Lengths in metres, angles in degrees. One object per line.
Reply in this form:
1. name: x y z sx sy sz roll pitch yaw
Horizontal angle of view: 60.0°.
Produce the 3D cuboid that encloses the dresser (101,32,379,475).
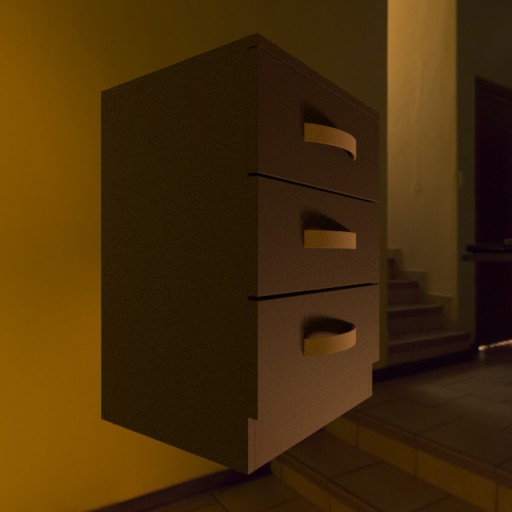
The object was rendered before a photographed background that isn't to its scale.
1. dresser: 0.000 0.000 0.806 0.360 0.560 0.400 0 0 37
